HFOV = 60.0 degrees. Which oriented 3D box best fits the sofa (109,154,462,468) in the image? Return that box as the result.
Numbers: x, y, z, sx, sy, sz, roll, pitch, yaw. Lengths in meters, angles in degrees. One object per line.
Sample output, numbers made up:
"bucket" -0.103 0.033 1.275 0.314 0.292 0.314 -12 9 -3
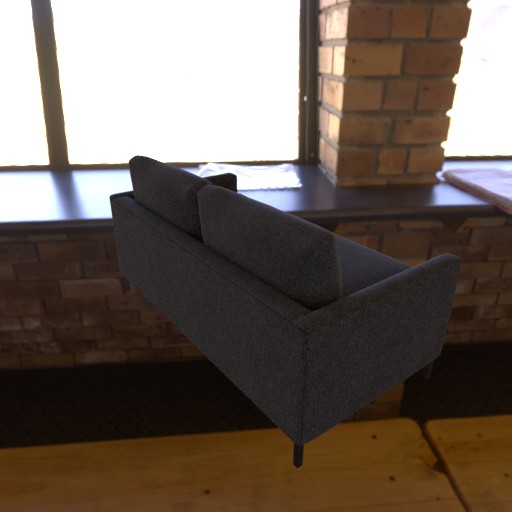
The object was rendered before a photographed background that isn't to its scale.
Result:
"sofa" 0.000 0.000 2.249 0.866 0.862 1.716 -18 31 -33
